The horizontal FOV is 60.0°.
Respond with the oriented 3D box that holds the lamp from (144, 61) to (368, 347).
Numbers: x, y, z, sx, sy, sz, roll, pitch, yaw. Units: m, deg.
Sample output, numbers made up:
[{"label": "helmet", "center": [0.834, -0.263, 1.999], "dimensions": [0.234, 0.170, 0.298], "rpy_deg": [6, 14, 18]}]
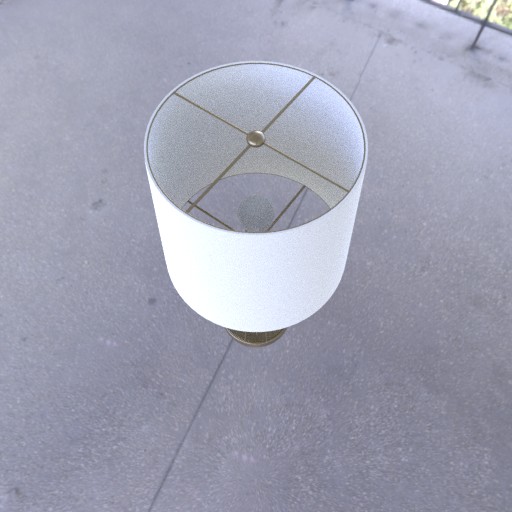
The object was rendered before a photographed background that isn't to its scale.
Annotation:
[{"label": "lamp", "center": [0.000, 0.000, 0.784], "dimensions": [0.303, 0.618, 0.303], "rpy_deg": [0, 63, 0]}]
